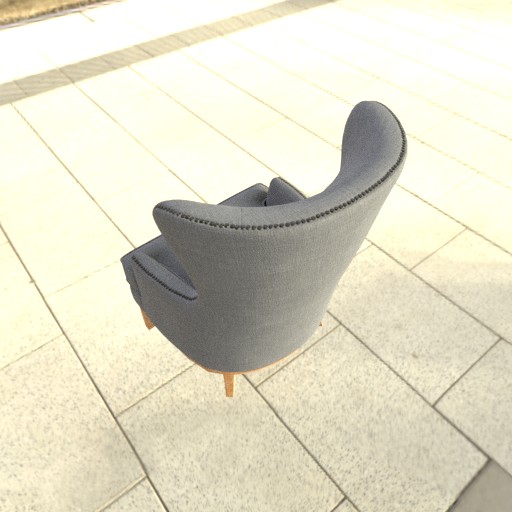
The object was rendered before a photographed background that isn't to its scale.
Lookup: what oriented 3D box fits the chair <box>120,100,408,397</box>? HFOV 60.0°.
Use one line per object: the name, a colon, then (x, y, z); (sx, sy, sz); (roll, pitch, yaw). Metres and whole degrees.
chair: (0.000, 0.000, 1.788); (0.864, 1.176, 0.883); (-32, 55, -26)
